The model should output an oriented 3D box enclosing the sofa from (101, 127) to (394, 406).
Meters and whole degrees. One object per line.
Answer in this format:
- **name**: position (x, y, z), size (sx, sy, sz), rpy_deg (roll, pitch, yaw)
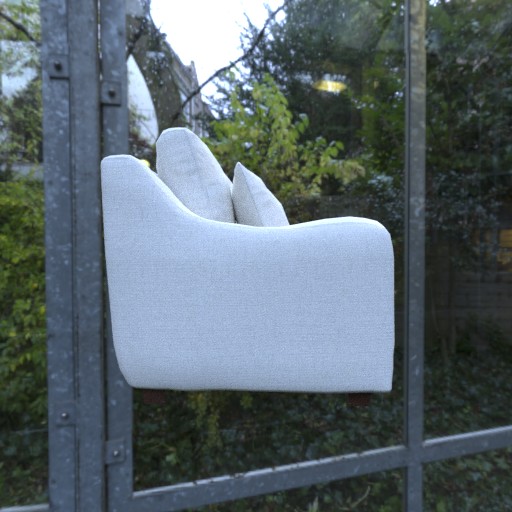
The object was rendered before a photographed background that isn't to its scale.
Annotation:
- **sofa**: position (0.000, 0.000, 2.358), size (1.040, 1.047, 1.744), rpy_deg (0, 1, 2)
